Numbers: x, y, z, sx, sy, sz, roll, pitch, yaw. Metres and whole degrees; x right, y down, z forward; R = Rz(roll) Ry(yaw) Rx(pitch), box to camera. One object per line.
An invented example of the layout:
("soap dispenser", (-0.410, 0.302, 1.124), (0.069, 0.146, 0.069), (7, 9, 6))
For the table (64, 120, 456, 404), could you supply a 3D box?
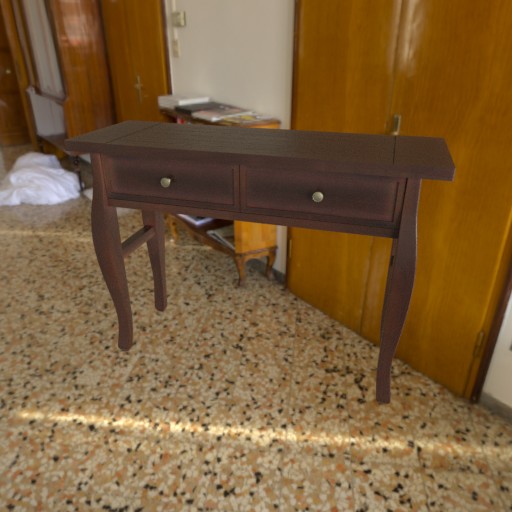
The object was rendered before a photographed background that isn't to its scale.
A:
("table", (0.000, 0.000, 1.475), (1.062, 0.768, 0.373), (8, 27, 15))
